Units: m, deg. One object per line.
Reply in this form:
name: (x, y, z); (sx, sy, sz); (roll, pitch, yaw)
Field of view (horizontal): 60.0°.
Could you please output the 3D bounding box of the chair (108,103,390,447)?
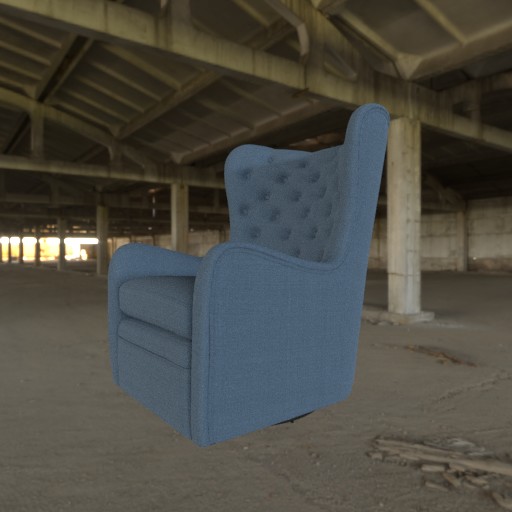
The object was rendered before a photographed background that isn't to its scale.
chair: (0.000, 0.000, 1.741); (0.930, 1.079, 0.831); (-1, 1, -36)
